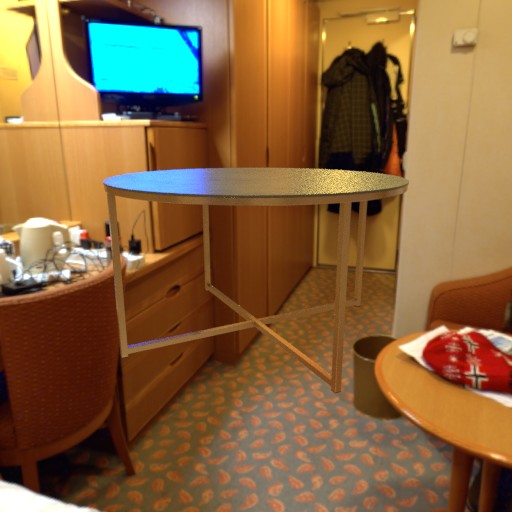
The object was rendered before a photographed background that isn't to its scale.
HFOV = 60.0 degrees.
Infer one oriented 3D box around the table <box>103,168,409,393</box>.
[{"bbox_3d":[0.000,0.000,1.280,0.800,0.450,0.800,0,15,0],"label":"table"}]
